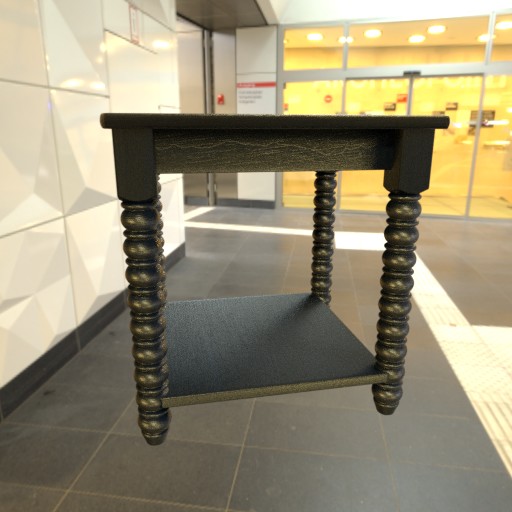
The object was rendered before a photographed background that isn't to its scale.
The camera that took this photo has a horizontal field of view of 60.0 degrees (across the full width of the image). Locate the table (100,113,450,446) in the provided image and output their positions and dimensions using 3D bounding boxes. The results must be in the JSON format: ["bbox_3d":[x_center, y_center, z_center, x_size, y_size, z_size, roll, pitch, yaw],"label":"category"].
[{"bbox_3d":[0.000,0.000,0.959,0.533,0.567,0.500,-3,16,-11],"label":"table"}]
